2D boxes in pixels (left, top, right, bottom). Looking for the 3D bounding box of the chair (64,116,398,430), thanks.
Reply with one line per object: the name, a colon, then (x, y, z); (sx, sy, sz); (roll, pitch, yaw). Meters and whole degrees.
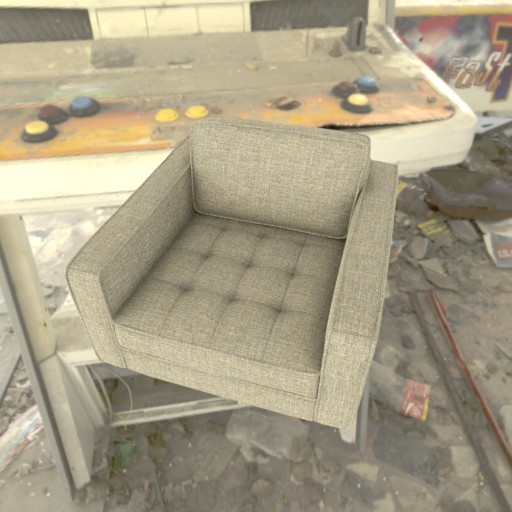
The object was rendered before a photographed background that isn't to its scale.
chair: (0.000, 0.000, 1.587); (0.889, 0.765, 0.914); (11, 42, 13)
